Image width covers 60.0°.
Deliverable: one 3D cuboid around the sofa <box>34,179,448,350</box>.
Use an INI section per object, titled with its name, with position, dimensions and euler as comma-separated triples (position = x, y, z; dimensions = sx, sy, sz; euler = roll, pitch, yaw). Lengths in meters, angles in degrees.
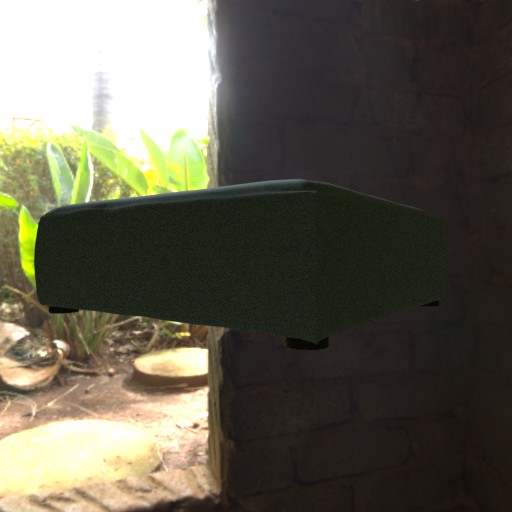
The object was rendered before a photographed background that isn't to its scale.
[sofa]
position = 0.000, 0.000, 1.399
dimensions = 0.930, 0.330, 0.930
euler = 0, 0, 36
